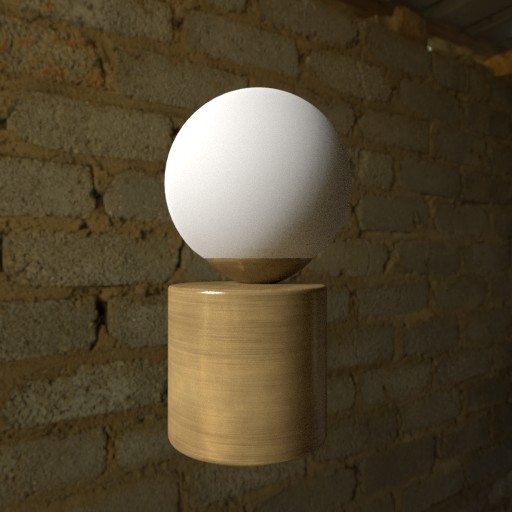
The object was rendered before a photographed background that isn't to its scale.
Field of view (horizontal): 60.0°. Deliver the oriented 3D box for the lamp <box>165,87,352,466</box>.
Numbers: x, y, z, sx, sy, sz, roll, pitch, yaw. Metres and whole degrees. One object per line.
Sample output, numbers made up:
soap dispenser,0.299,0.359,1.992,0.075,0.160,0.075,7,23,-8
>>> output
lamp,0.000,0.000,0.337,0.141,0.250,0.152,0,-1,18
